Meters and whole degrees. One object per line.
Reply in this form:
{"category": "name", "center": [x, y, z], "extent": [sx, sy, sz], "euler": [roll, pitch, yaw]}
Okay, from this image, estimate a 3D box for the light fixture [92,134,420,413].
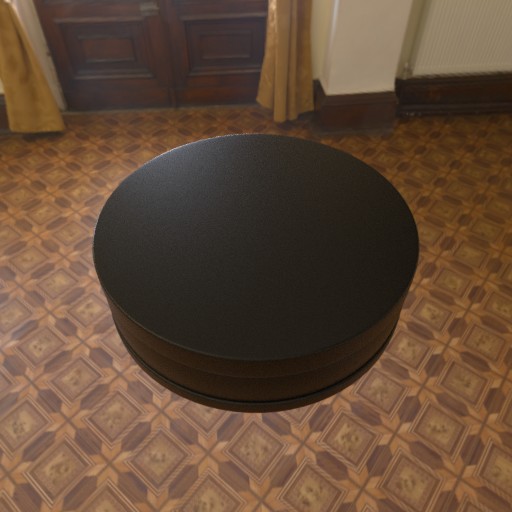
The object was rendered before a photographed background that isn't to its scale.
{"category": "light fixture", "center": [0.000, 0.000, 0.425], "extent": [0.283, 0.097, 0.283], "euler": [0, 47, 0]}
